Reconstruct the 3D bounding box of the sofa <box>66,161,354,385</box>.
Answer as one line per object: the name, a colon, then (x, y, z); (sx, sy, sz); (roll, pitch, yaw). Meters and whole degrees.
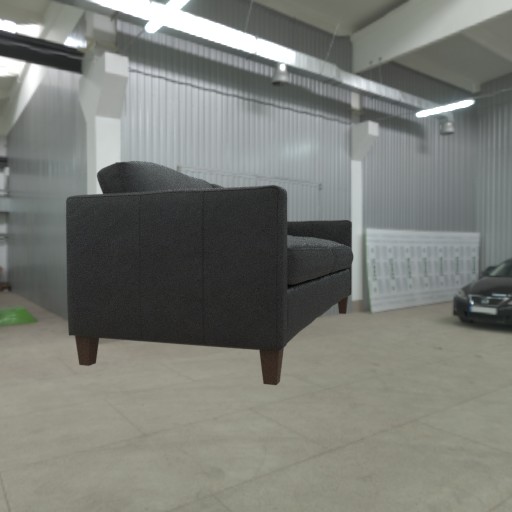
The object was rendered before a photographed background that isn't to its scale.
sofa: (0.000, 0.000, 2.517); (0.933, 0.863, 1.971); (0, 1, 19)
